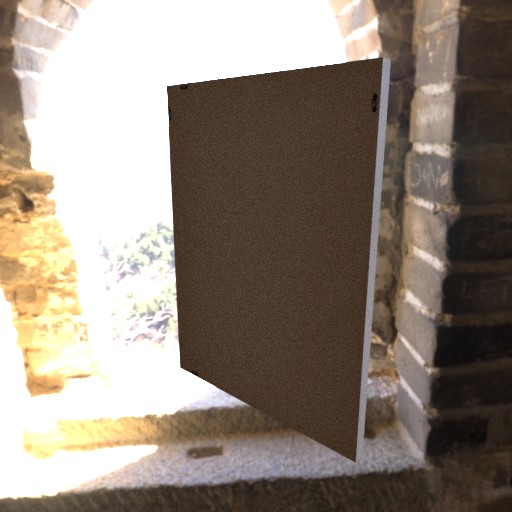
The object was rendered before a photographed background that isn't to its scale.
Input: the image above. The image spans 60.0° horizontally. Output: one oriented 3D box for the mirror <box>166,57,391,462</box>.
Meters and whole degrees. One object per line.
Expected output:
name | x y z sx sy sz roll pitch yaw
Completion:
mirror | 0.000 0.000 1.331 0.762 1.016 0.041 13 20 41
